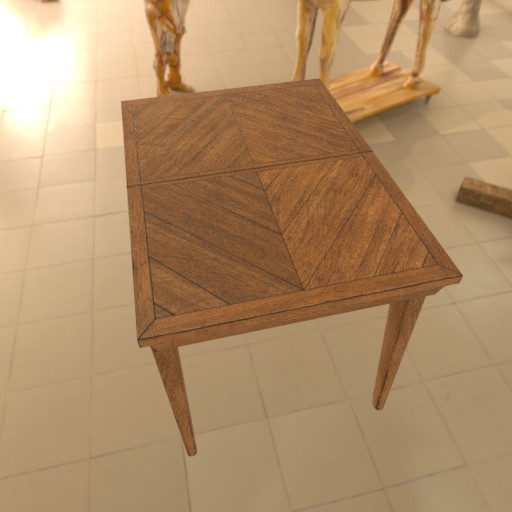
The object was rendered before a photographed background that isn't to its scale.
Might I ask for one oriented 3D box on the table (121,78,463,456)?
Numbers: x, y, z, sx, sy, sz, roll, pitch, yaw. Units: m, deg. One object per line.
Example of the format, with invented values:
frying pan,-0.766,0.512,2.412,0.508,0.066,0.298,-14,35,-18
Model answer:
table,0.000,0.000,1.601,0.757,0.760,1.027,-10,48,-9
